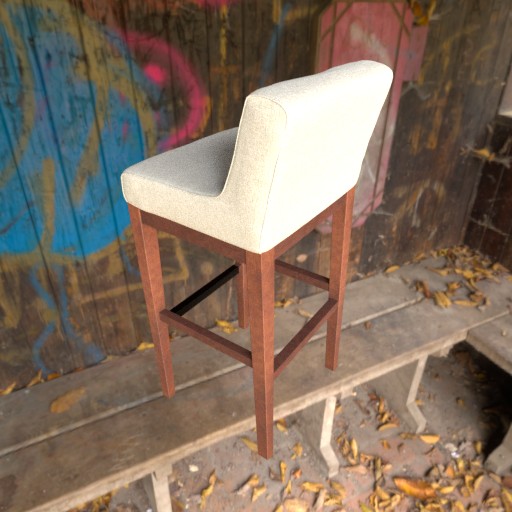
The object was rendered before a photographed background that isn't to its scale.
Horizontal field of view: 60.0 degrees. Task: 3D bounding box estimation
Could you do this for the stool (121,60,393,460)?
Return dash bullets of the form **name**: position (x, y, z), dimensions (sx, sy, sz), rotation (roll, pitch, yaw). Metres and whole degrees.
- **stool**: position (0.000, 0.000, 1.291), dimensions (0.500, 1.037, 0.511), rotation (20, 36, 29)
